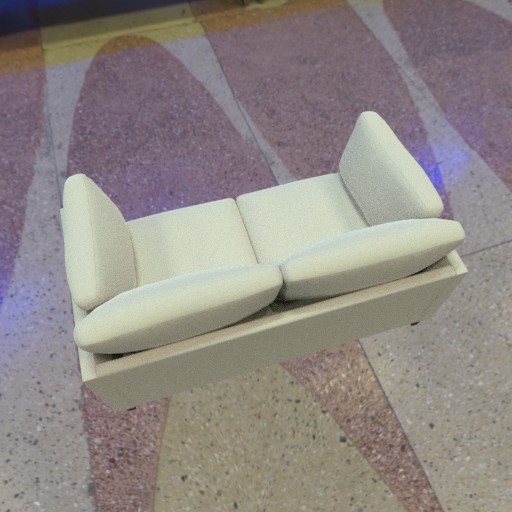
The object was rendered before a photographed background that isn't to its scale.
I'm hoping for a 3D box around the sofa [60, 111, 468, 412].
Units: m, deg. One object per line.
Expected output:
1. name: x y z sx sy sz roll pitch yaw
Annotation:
1. sofa: 0.000 0.000 2.289 1.776 0.836 0.970 -14 59 -9
